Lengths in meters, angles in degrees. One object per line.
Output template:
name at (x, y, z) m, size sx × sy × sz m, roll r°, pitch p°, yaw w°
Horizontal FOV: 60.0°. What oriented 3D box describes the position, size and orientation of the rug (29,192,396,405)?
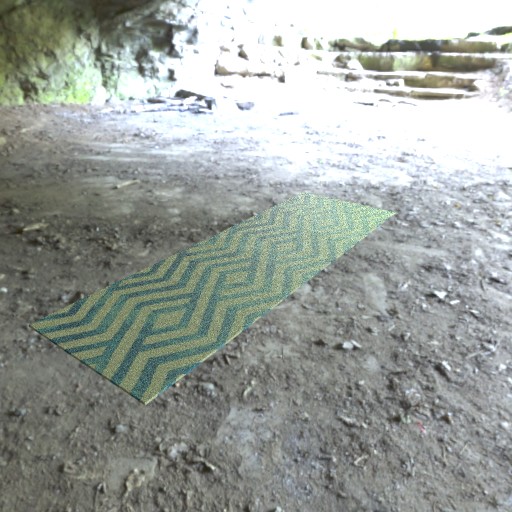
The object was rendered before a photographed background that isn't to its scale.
rug at (0.000, 0.000, 1.661) m, size 0.503 × 0.007 × 1.492 m, roll 19°, pitch 32°, yaw 33°
